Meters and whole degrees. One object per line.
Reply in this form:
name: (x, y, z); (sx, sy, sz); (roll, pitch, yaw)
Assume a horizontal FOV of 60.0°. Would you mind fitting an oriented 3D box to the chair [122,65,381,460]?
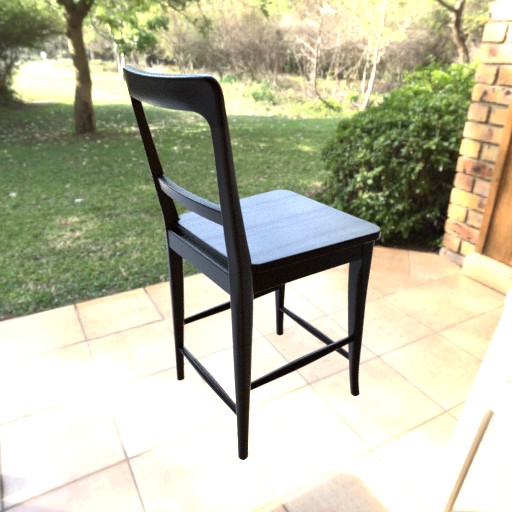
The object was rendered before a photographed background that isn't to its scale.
chair: (0.000, 0.000, 1.252); (0.546, 0.991, 0.450); (-17, 31, -31)
